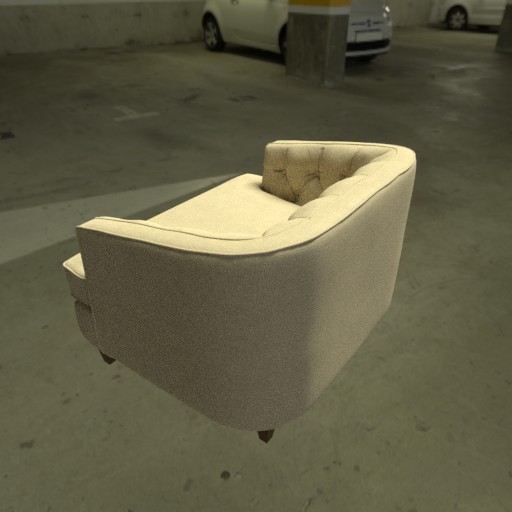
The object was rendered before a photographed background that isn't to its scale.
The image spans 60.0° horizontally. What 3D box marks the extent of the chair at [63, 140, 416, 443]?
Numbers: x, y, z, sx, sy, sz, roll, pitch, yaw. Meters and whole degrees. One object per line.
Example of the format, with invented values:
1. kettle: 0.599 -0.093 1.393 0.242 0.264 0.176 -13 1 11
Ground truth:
1. chair: 0.000 0.000 1.719 0.914 0.787 1.118 21 37 31
